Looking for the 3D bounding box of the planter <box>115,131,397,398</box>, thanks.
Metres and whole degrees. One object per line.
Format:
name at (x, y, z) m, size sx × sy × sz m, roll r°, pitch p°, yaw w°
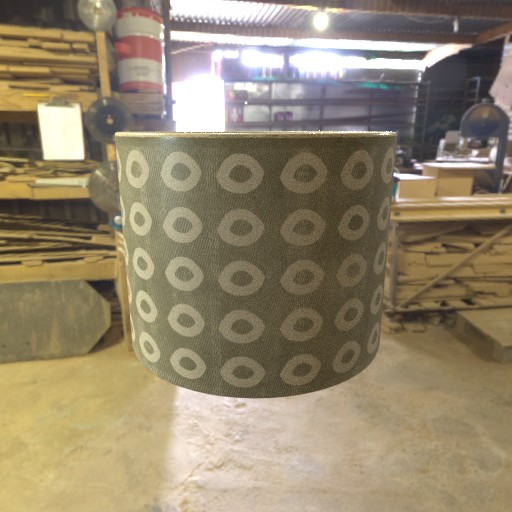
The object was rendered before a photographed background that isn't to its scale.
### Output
planter at (0.000, 0.000, 0.443) m, size 0.250 × 0.239 × 0.250 m, roll 0°, pitch 16°, yaw 0°
